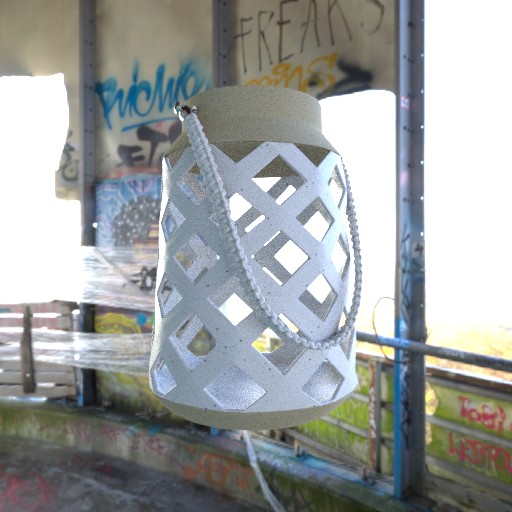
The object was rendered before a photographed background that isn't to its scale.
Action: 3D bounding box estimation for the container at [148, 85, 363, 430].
[{"bbox_3d":[0.000,0.000,0.399,0.188,0.264,0.198,0,0,-37],"label":"container"}]
